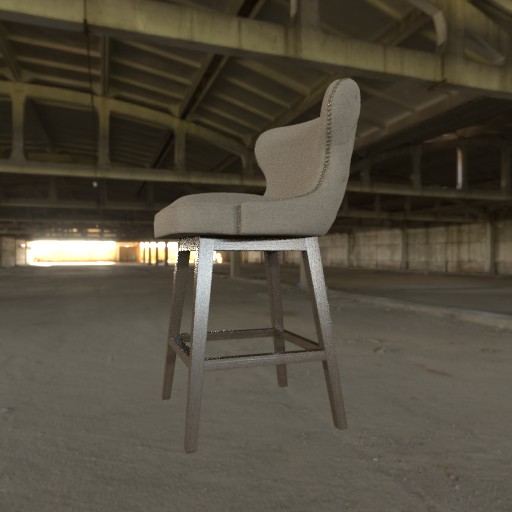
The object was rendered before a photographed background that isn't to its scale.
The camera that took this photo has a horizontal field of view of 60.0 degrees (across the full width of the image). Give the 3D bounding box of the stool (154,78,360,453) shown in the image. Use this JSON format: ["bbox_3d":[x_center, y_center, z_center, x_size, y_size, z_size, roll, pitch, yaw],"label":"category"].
[{"bbox_3d":[0.000,0.000,1.391,0.597,0.972,0.615,0,0,-20],"label":"stool"}]
